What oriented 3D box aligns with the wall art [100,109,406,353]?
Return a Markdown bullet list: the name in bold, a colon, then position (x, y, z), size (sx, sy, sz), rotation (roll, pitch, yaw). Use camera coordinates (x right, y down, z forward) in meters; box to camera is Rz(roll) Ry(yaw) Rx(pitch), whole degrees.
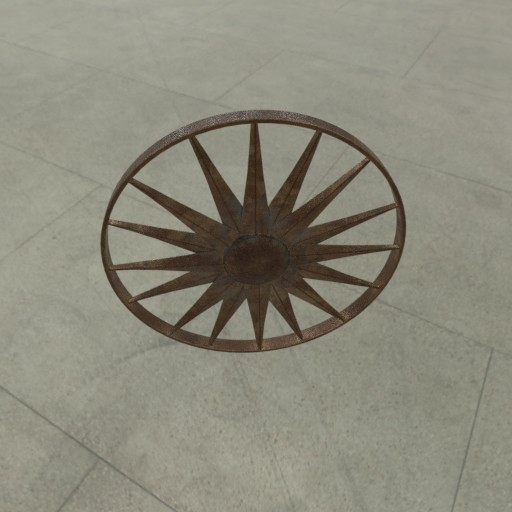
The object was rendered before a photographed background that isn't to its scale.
- **wall art**: position (0.000, 0.000, 0.874), size (0.582, 0.583, 0.084), rotation (-4, 46, -3)
